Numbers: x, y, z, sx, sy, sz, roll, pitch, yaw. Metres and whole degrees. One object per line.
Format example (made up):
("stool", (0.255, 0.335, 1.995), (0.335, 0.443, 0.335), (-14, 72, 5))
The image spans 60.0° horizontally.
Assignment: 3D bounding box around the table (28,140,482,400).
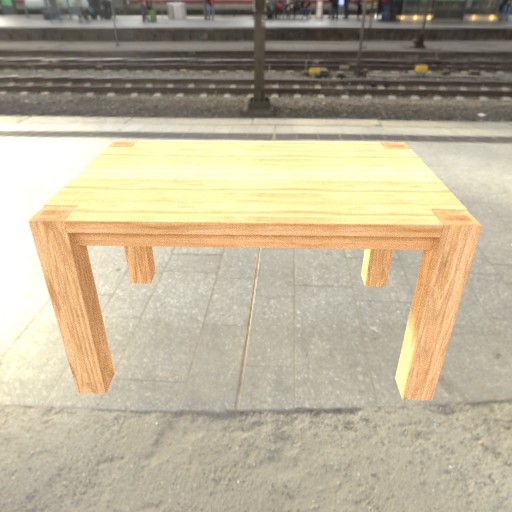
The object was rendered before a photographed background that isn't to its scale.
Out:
("table", (0.000, 0.000, 1.941), (1.400, 0.760, 0.900), (1, 30, 1))
